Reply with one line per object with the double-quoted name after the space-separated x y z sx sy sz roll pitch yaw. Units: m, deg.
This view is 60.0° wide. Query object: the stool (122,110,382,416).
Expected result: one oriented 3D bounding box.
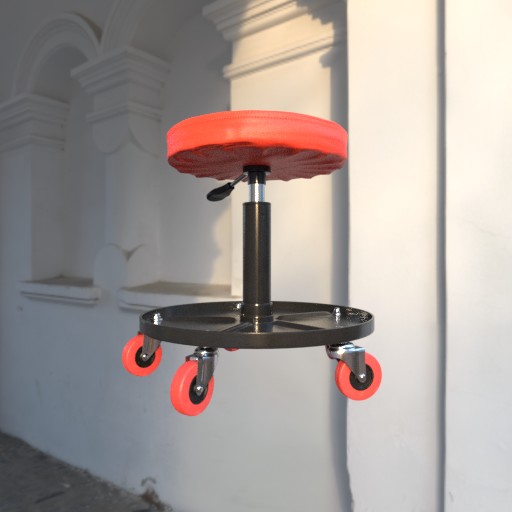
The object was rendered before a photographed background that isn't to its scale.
0.000 0.000 0.685 0.381 0.365 0.382 0 0 -36 "stool"
